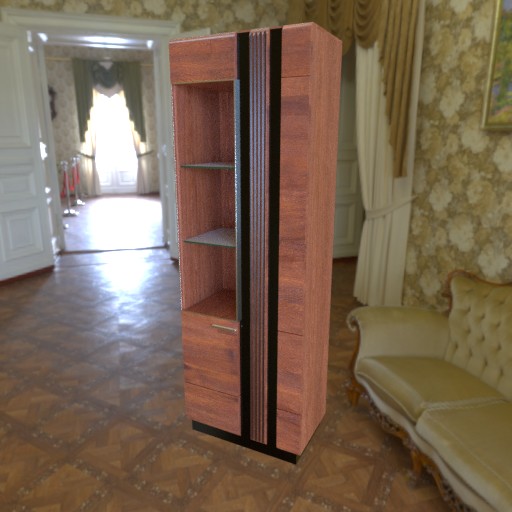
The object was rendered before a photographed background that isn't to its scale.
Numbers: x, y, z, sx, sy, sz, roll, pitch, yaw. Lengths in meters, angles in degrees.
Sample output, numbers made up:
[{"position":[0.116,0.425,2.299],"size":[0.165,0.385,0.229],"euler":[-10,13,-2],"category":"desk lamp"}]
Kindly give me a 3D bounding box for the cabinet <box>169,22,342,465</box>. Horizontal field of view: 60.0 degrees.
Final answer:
[{"position":[0.000,0.000,2.213],"size":[0.660,1.980,0.420],"euler":[7,16,26],"category":"cabinet"}]
